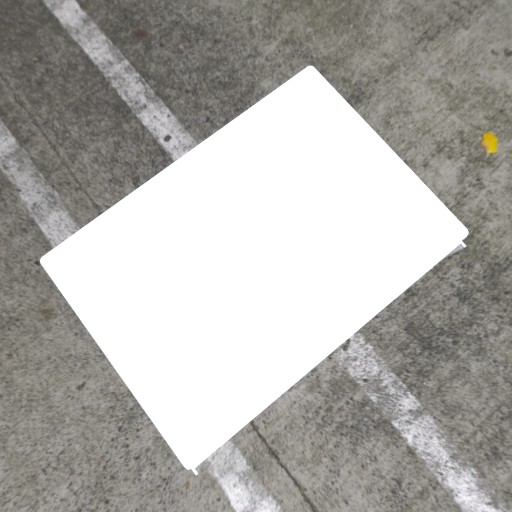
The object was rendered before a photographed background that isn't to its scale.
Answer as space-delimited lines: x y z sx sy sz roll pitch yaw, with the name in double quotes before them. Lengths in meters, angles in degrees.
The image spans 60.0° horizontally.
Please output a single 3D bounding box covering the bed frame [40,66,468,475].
"bed frame" 0.000 0.000 2.608 1.945 0.497 1.445 -38 80 -8
